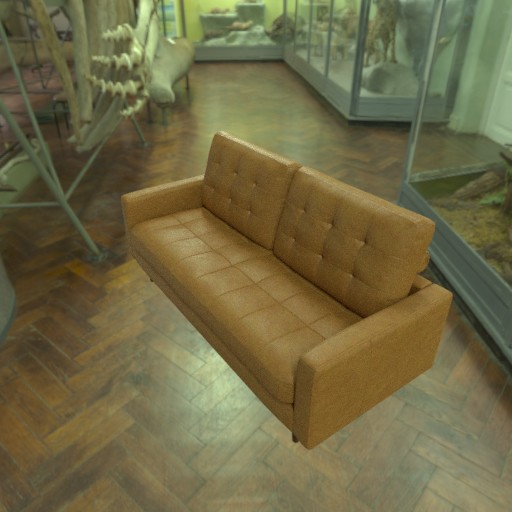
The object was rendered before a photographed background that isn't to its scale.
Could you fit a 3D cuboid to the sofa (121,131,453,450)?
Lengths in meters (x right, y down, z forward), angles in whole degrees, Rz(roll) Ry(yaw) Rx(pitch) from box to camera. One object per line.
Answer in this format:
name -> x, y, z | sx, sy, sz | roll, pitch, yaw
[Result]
sofa -> 0.000, 0.000, 2.353 | 0.850, 0.898, 1.821 | -20, 37, -30
